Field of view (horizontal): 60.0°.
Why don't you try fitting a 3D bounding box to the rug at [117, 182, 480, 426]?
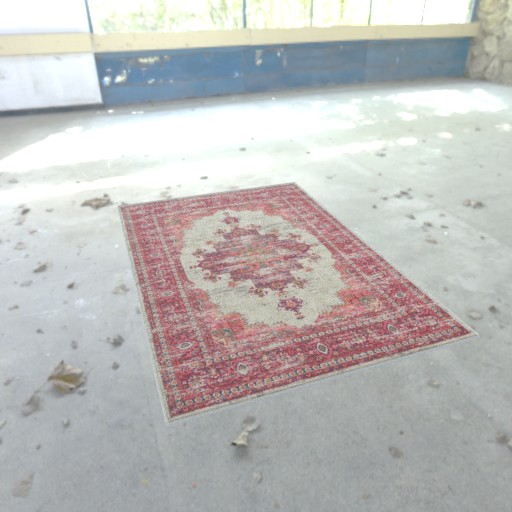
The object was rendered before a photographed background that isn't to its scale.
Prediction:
[{"bbox_3d":[0.000,0.000,2.242,1.217,0.011,1.747,-10,32,-17],"label":"rug"}]
